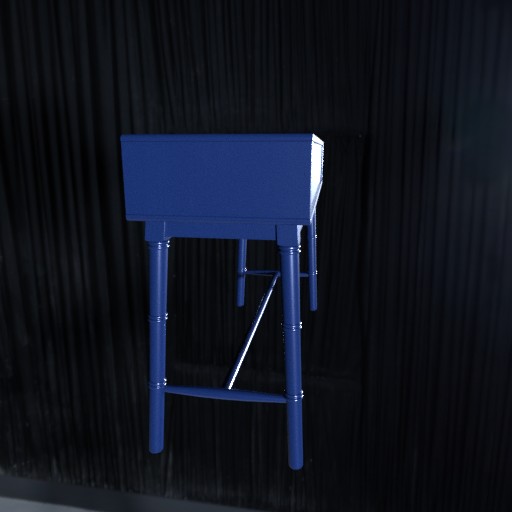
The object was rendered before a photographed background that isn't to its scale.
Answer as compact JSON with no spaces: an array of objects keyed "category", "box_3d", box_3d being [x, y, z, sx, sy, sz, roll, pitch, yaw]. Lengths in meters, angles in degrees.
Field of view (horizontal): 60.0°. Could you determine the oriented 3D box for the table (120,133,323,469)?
[{"category":"table","box_3d":[0.000,0.000,1.474,0.399,0.749,1.118,2,14,9]}]
